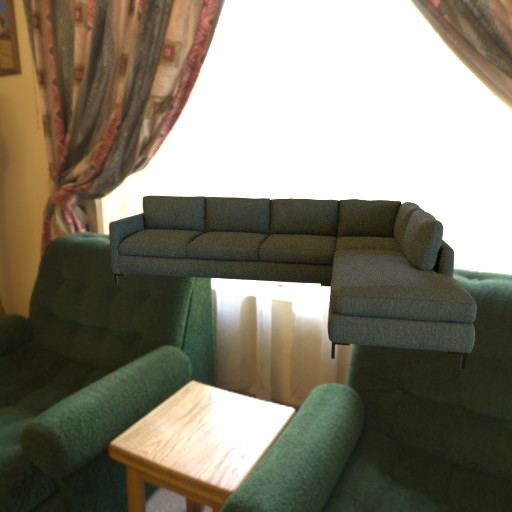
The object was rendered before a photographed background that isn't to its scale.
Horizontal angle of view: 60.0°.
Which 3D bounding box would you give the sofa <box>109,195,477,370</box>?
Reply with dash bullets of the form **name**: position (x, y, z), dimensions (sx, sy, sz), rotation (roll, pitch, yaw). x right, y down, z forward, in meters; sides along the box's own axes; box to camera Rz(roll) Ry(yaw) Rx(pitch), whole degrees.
- **sofa**: position (0.000, 0.000, 3.699), dimensions (2.949, 0.815, 2.007), rotation (3, 13, 11)
